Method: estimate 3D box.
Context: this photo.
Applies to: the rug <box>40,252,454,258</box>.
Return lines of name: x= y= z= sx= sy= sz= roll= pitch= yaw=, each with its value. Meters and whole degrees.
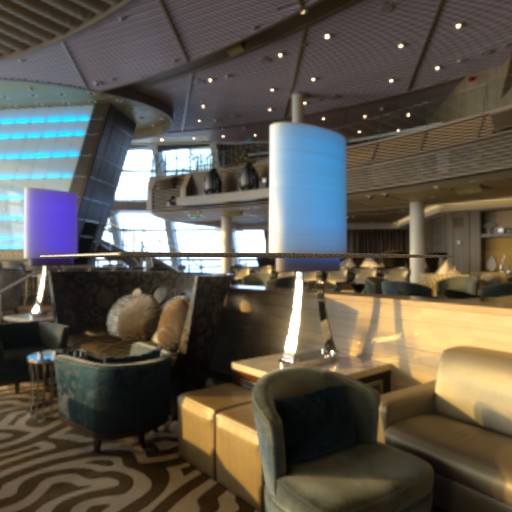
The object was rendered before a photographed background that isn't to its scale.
rug: x=0.000 y=0.000 z=3.114 sx=2.498 sy=0.022 sz=1.535 roll=0 pitch=-1 yaw=-37
